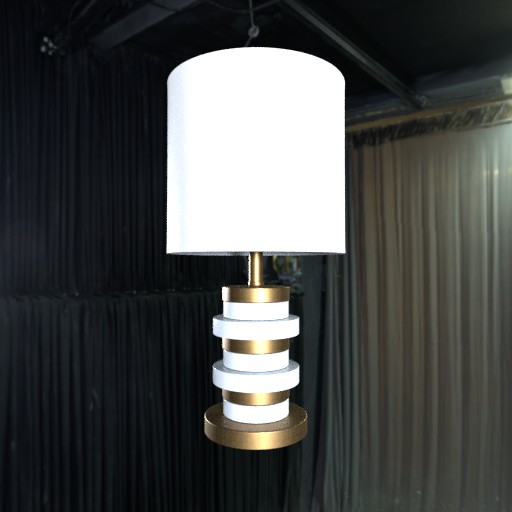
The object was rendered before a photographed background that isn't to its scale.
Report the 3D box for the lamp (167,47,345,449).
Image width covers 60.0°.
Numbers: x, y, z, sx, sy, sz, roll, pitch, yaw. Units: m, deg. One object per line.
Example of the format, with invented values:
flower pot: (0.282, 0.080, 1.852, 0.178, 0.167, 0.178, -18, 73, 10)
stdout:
lamp: (0.000, 0.000, 0.531, 0.210, 0.410, 0.210, -1, -1, 35)
